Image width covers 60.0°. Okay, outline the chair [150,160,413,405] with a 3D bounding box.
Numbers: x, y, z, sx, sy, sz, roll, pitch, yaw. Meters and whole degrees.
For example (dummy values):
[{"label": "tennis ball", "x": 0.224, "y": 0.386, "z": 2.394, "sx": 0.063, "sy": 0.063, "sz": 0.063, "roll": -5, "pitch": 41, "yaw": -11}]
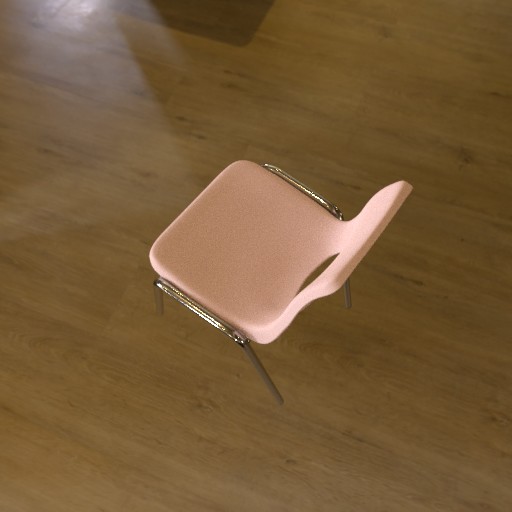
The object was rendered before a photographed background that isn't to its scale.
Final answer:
[{"label": "chair", "x": 0.000, "y": 0.000, "z": 0.969, "sx": 0.436, "sy": 0.704, "sz": 0.381, "roll": 35, "pitch": 69, "yaw": 15}]
